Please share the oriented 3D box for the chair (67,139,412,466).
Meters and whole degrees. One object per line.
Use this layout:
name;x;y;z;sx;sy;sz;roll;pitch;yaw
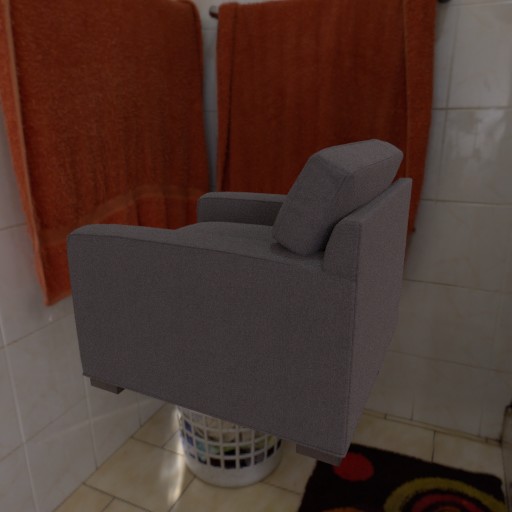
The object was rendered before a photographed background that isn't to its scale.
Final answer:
chair;0.000;0.000;1.802;1.043;0.913;0.997;8;19;25
